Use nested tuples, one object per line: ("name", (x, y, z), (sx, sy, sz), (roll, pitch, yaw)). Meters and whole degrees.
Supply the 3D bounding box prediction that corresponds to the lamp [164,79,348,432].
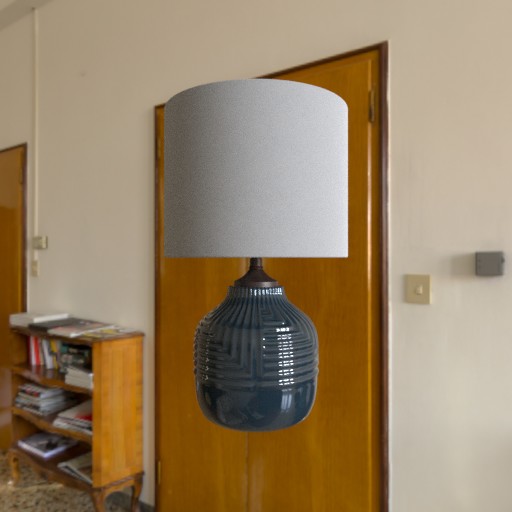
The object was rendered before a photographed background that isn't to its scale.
("lamp", (0.000, 0.000, 0.782), (0.318, 0.567, 0.318), (0, 0, 0))
